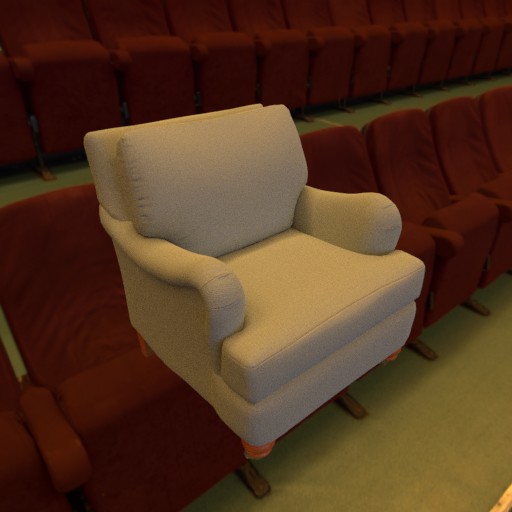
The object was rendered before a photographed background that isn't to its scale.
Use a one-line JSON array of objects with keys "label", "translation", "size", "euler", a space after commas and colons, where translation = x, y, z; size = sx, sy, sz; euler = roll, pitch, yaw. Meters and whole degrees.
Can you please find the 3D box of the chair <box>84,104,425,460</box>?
[{"label": "chair", "translation": [0.000, 0.000, 1.827], "size": [0.955, 1.038, 1.070], "euler": [-23, 37, -34]}]
